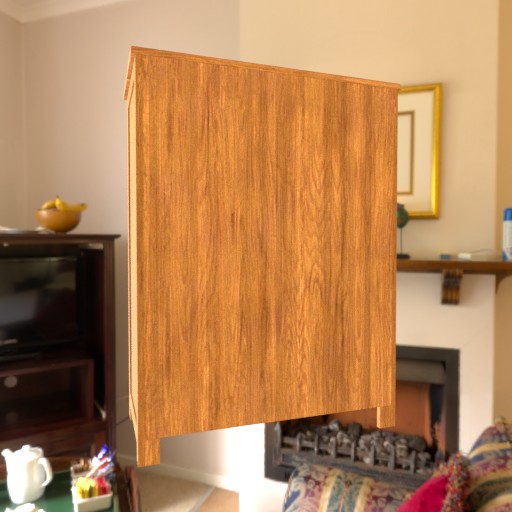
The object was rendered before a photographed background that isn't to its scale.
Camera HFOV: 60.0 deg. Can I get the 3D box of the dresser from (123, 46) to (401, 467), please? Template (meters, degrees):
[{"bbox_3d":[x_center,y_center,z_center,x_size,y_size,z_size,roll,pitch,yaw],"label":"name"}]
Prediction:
[{"bbox_3d":[0.000,0.000,1.937,1.081,1.431,0.558,-1,2,-19],"label":"dresser"}]
